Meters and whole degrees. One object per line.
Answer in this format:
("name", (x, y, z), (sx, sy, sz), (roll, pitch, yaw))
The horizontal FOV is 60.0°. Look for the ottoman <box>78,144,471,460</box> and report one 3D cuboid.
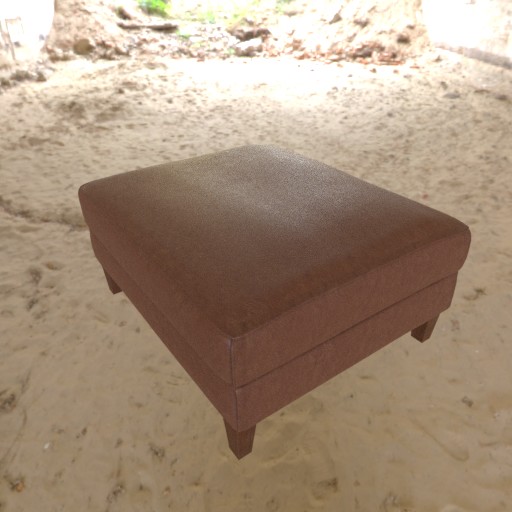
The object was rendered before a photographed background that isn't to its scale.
("ottoman", (0.000, 0.000, 1.466), (0.836, 0.472, 0.987), (-20, 36, -30))
